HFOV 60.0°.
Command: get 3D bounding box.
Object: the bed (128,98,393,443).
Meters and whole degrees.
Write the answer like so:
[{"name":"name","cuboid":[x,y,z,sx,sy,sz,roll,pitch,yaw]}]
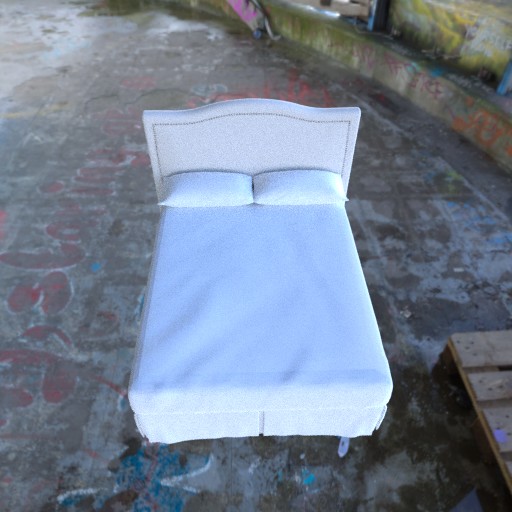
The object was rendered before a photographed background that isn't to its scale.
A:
[{"name":"bed","cuboid":[0.000,0.000,3.286,1.753,1.460,2.143,-1,45,-1]}]
